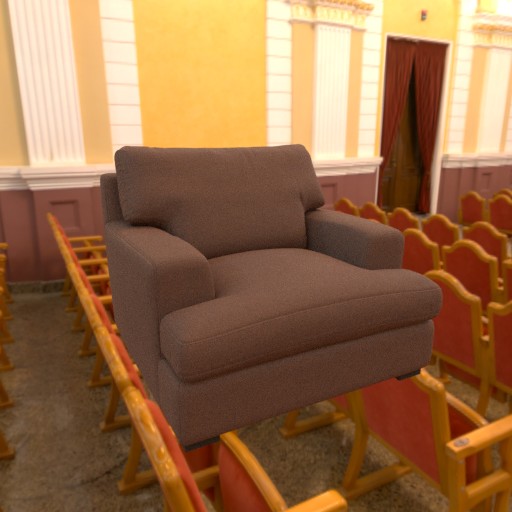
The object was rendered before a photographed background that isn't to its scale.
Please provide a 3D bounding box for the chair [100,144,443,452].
[{"bbox_3d":[0.000,0.000,1.959,1.168,0.940,1.143,-8,17,-27],"label":"chair"}]
